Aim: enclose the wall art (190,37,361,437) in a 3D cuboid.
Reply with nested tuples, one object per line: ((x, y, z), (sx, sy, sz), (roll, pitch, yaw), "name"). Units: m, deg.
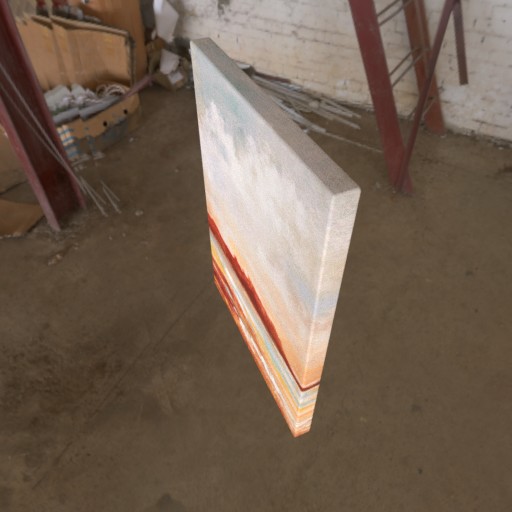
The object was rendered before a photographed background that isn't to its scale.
((0.000, 0.000, 0.800), (0.035, 0.605, 0.443), (-18, 49, -17), "wall art")
